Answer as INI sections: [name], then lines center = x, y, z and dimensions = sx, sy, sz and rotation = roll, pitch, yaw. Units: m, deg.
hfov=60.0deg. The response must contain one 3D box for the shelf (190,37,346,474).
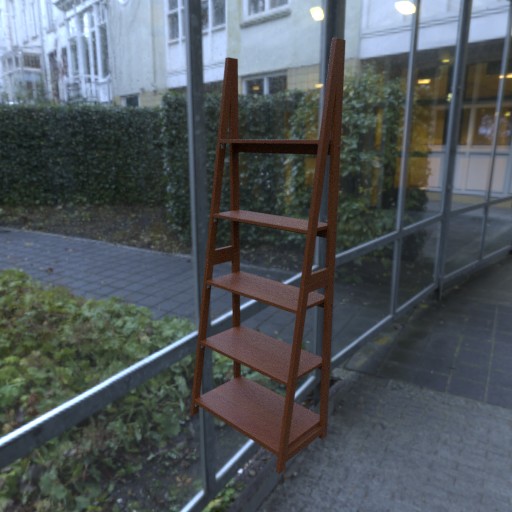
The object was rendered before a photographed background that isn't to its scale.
[shelf]
center = 0.000, 0.000, 2.033
dimensions = 0.630, 1.780, 0.356
rotation = 14, 20, 42
